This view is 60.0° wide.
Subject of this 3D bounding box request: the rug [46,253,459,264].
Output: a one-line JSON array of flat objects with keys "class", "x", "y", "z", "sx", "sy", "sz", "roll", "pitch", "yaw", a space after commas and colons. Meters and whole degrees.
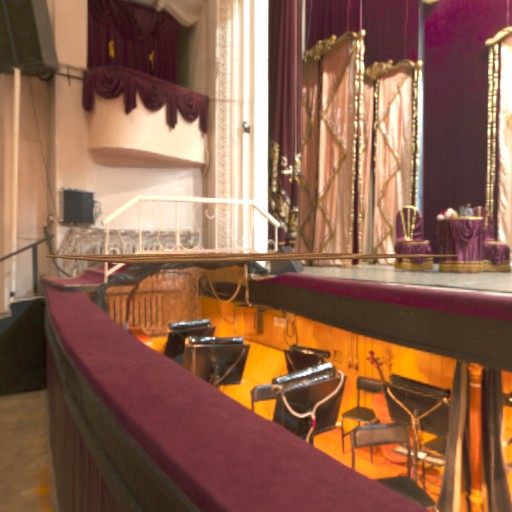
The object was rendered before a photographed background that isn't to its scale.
[{"class": "rug", "x": 0.000, "y": 0.000, "z": 2.925, "sx": 2.290, "sy": 0.014, "sz": 1.526, "roll": -1, "pitch": 1, "yaw": -36}]
